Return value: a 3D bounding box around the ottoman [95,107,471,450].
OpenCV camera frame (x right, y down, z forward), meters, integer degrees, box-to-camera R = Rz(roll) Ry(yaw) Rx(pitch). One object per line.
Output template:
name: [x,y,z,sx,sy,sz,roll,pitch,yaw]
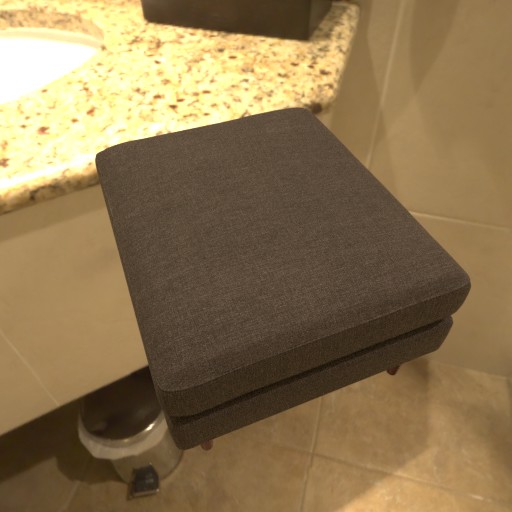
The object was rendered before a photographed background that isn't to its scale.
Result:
ottoman: [0.000,0.000,1.230,0.693,0.474,0.821,-16,49,-15]
